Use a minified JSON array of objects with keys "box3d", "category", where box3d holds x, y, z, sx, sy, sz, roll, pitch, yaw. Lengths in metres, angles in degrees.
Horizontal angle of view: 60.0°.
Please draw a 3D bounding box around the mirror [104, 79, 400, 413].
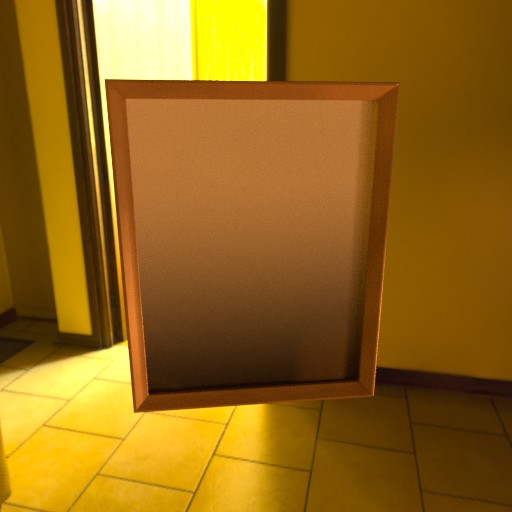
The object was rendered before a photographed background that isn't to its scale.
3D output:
[{"box3d":[0.000,0.000,0.693,0.406,0.509,0.041,-2,16,-6],"category":"mirror"}]
